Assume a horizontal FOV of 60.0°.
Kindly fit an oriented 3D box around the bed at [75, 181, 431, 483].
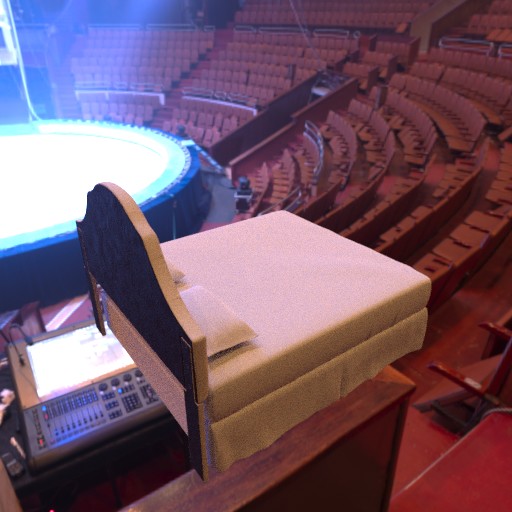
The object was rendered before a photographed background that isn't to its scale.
[{"bbox_3d":[0.000,0.000,3.594,2.214,1.615,2.008,-19,33,-32],"label":"bed"}]
